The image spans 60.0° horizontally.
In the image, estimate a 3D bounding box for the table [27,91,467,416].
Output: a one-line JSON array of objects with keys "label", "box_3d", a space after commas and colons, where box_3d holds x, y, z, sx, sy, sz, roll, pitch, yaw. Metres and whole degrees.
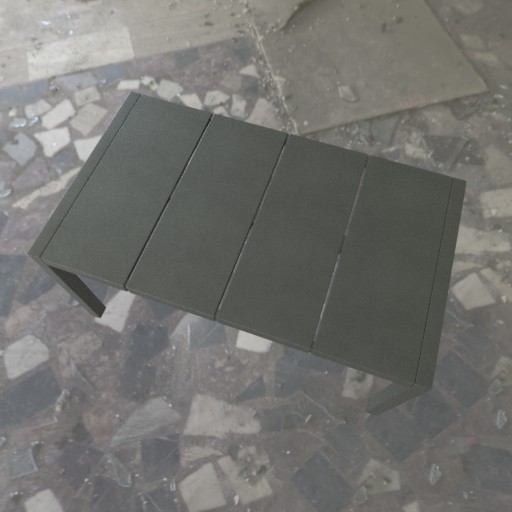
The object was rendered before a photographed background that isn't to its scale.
[{"label": "table", "box_3d": [0.000, 0.000, 1.307, 0.965, 0.460, 0.559, 17, 65, 8]}]
